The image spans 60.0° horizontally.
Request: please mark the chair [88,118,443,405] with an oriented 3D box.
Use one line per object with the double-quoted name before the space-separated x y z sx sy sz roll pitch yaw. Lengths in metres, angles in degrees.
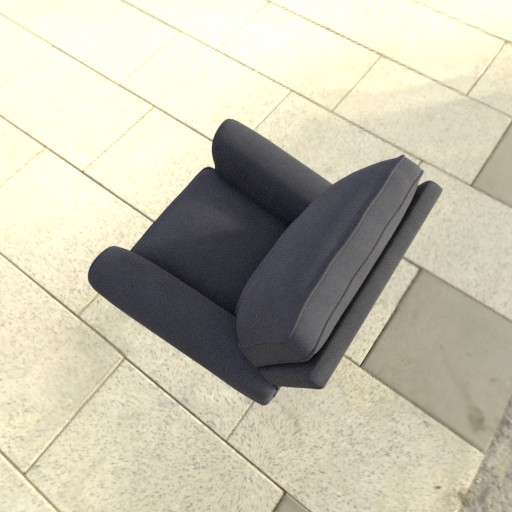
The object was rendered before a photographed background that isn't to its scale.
"chair" 0.000 0.000 1.647 0.878 0.961 0.890 32 69 14
